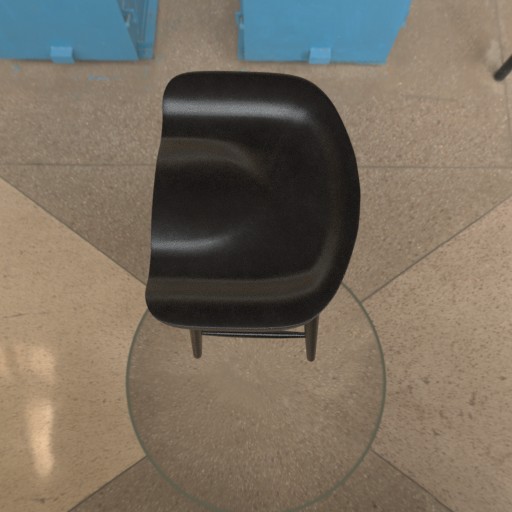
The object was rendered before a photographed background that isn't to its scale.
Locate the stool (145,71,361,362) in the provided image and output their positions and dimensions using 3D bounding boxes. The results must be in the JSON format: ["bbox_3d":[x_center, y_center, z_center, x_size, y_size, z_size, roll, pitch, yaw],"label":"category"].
[{"bbox_3d":[0.000,0.000,1.003,0.361,0.749,0.440,1,75,0],"label":"stool"}]
